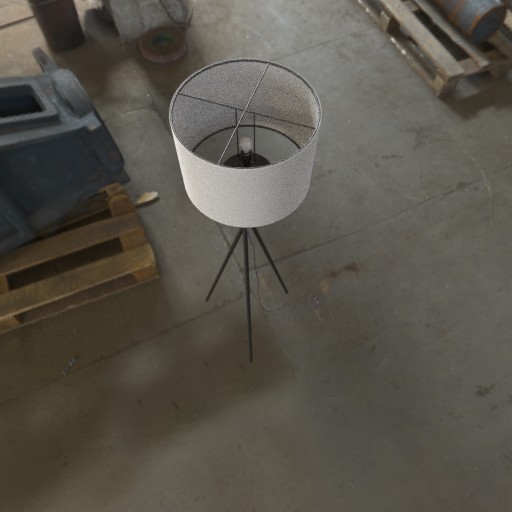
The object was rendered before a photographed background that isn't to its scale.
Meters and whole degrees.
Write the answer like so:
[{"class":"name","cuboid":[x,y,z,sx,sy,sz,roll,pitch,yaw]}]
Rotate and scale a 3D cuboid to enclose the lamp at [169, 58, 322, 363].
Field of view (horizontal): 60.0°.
[{"class":"lamp","cuboid":[0.000,0.000,1.952,0.667,1.624,0.522,17,63,9]}]
